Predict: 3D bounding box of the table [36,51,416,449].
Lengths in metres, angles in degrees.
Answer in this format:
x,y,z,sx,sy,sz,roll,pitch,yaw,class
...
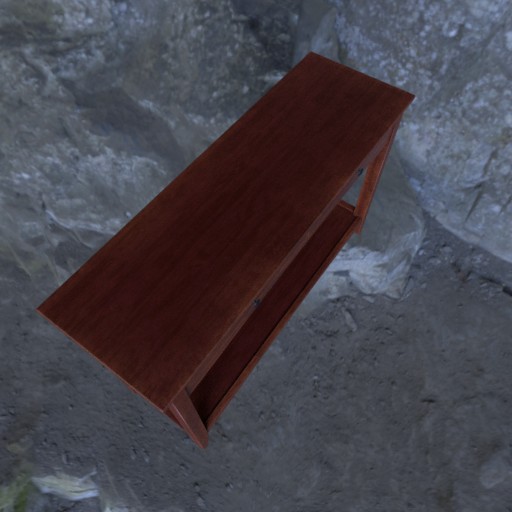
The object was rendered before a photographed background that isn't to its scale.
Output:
x,y,z,sx,sy,sz,roll,pitch,yaw,class
0.000,0.000,1.519,0.392,0.739,1.188,32,64,18,table
